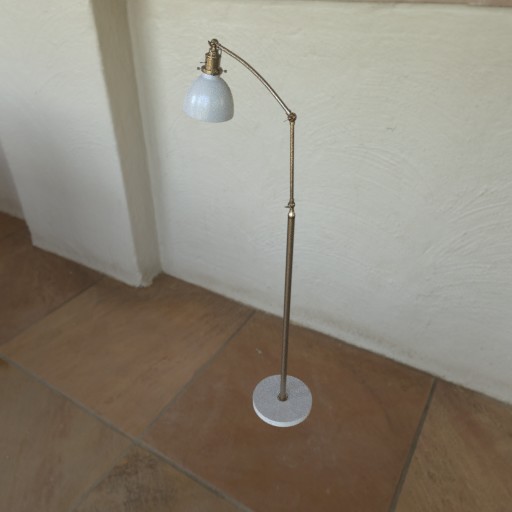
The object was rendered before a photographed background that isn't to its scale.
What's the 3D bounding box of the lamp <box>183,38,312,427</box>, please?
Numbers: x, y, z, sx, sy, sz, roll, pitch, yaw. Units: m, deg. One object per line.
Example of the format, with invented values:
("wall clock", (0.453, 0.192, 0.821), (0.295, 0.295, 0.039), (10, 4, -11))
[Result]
("lamp", (0.000, 0.000, 1.814), (0.599, 1.586, 0.288), (20, 38, 28))
